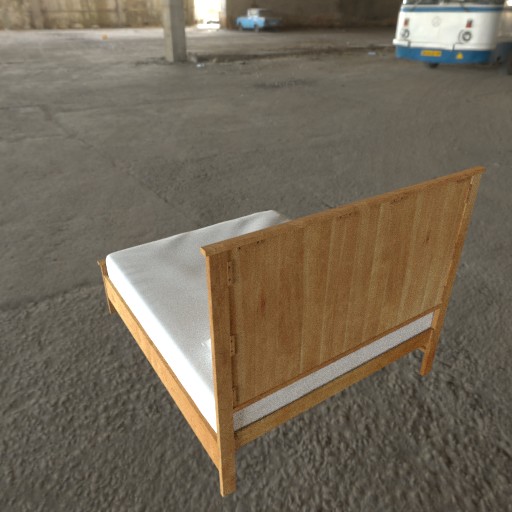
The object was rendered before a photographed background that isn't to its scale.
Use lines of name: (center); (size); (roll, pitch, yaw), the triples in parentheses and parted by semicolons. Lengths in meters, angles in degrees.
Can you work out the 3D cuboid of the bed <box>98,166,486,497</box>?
bed: (0.000, 0.000, 3.476); (1.936, 1.686, 2.201); (-18, 34, -29)
